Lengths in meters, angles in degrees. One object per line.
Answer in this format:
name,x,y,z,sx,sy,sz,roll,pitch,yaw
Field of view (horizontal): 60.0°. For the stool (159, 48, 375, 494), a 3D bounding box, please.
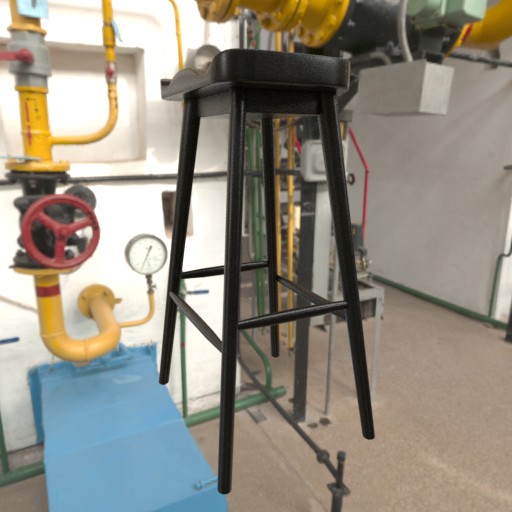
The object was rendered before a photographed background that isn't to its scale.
stool,0.000,0.000,0.964,0.361,0.749,0.440,-7,16,-26
